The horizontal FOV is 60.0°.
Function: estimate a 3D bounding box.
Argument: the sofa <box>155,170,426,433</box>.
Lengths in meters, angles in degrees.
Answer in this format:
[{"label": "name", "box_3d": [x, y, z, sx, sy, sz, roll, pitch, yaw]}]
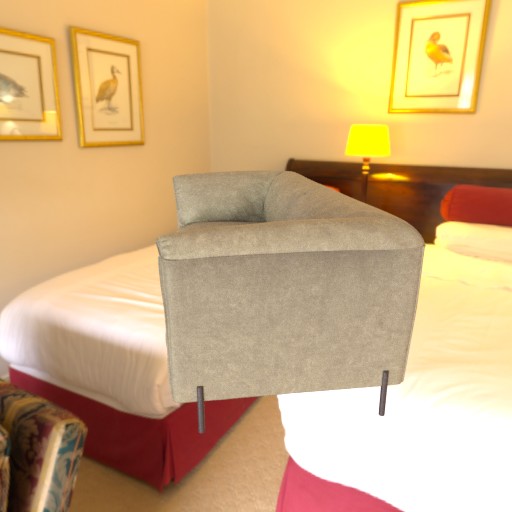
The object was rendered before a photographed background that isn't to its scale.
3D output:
[{"label": "sofa", "box_3d": [0.000, 0.000, 2.383, 0.905, 0.747, 1.878, -2, 17, -8]}]
